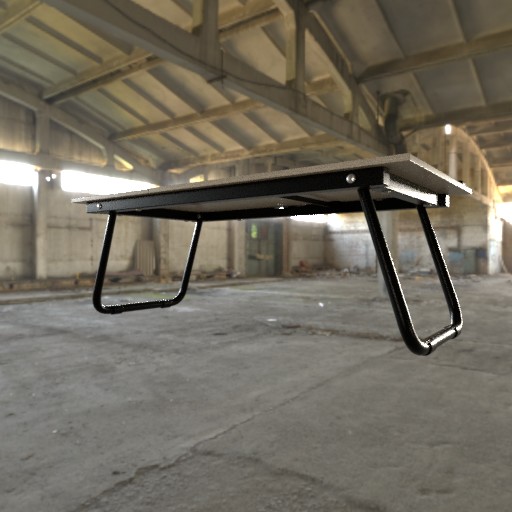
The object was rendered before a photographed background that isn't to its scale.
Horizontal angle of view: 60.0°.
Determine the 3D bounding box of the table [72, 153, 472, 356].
[{"bbox_3d":[0.000,0.000,0.788,0.644,0.242,0.322,0,0,37],"label":"table"}]
